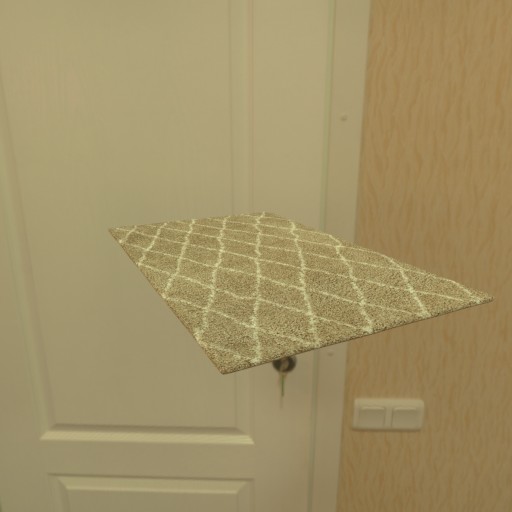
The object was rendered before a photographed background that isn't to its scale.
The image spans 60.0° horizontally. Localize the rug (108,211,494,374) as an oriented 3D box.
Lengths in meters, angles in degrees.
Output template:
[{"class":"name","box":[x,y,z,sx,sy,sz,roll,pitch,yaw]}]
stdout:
[{"class":"rug","box":[0.000,0.000,2.983,1.524,0.030,2.438,-9,19,-26]}]
